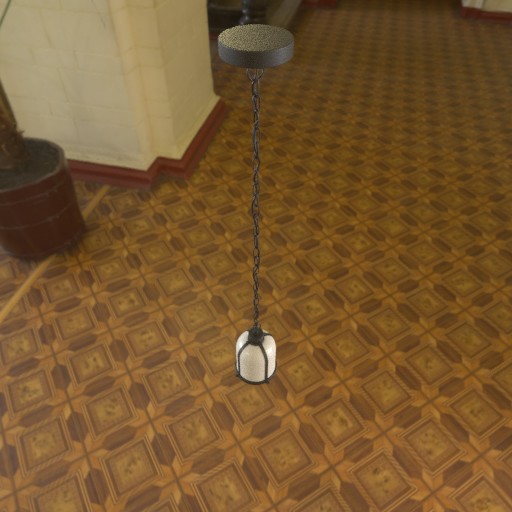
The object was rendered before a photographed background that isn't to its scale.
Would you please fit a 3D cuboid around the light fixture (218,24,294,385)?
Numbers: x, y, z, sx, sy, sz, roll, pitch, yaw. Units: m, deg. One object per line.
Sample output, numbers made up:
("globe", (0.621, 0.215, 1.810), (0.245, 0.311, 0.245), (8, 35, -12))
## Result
("light fixture", (0.000, 0.000, 1.263), (0.178, 1.181, 0.178), (-23, 50, -22))
